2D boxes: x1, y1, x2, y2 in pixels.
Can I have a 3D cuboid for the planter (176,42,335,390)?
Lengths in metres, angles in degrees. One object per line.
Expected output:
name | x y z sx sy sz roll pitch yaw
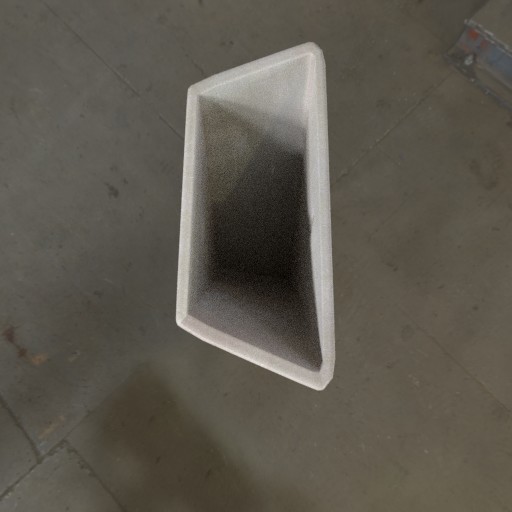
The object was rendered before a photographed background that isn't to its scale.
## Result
planter | 0.000 0.000 0.275 0.060 0.197 0.150 0 76 0
